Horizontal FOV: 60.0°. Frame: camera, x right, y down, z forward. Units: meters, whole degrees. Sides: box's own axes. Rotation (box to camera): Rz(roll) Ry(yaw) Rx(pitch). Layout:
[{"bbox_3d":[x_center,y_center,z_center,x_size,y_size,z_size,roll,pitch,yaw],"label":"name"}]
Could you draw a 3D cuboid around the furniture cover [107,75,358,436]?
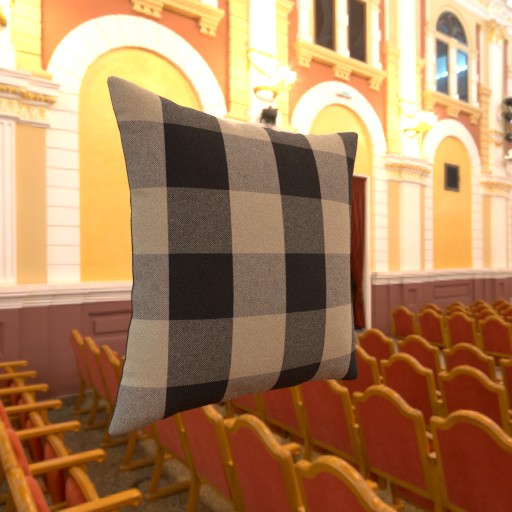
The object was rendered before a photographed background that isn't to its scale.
[{"bbox_3d":[0.000,0.000,0.770,0.511,0.509,0.161,0,0,-35],"label":"furniture cover"}]
